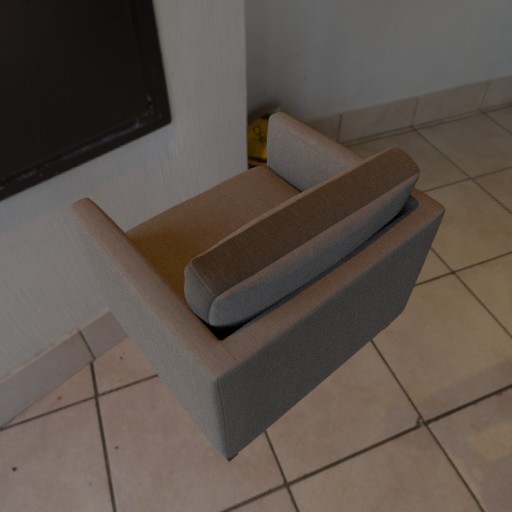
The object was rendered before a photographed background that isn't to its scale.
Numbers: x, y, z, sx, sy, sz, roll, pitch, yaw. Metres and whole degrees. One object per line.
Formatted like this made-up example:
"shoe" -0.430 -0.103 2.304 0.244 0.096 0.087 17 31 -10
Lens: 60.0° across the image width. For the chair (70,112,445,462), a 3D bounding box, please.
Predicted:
"chair" 0.000 0.000 1.837 1.107 0.963 0.959 -32 55 -26
